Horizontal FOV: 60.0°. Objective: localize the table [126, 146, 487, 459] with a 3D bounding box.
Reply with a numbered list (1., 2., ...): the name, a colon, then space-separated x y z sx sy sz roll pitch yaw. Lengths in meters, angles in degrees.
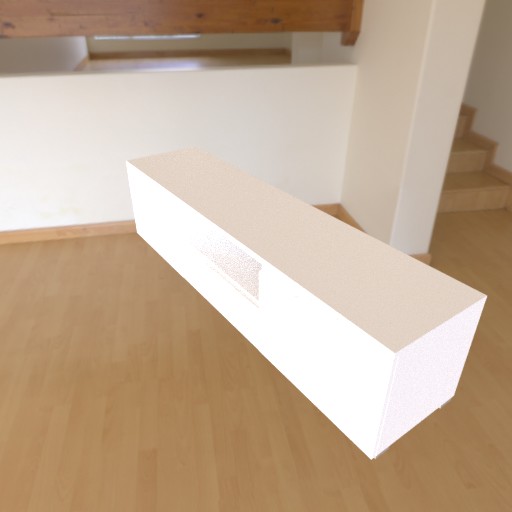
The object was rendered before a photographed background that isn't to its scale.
1. table: 0.000 0.000 1.809 0.390 0.420 1.650 -20 37 -30
